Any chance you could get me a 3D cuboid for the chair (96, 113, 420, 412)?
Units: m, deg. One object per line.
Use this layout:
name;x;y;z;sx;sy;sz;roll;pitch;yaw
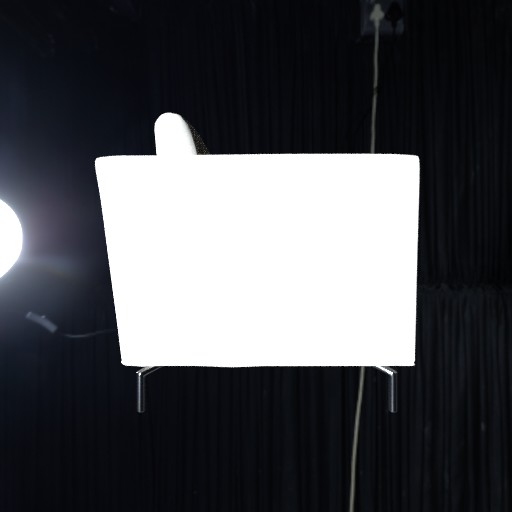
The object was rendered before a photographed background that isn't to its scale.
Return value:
chair;0.000;0.000;1.676;0.889;0.865;1.041;0;-1;0
